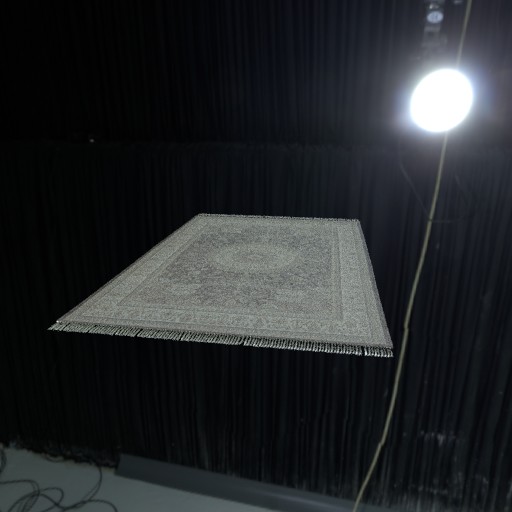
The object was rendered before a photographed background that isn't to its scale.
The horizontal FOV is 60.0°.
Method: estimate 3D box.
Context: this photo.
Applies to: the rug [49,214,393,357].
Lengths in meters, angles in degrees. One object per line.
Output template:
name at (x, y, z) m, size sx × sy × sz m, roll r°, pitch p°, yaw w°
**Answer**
rug at (0.000, 0.000, 3.033) m, size 1.528 × 0.010 × 2.440 m, roll 3°, pitch 18°, yaw 9°
